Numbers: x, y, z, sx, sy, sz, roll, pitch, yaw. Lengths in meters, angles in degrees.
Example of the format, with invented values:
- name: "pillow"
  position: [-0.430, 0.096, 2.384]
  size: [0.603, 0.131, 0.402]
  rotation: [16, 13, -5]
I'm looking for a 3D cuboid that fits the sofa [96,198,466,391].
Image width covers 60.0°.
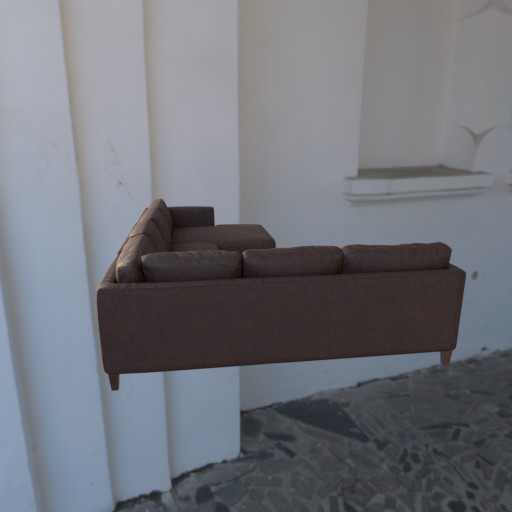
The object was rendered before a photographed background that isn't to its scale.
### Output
- name: "sofa"
  position: [0.000, 0.000, 4.677]
  size: [2.593, 0.923, 3.460]
  rotation: [-2, 15, -8]
